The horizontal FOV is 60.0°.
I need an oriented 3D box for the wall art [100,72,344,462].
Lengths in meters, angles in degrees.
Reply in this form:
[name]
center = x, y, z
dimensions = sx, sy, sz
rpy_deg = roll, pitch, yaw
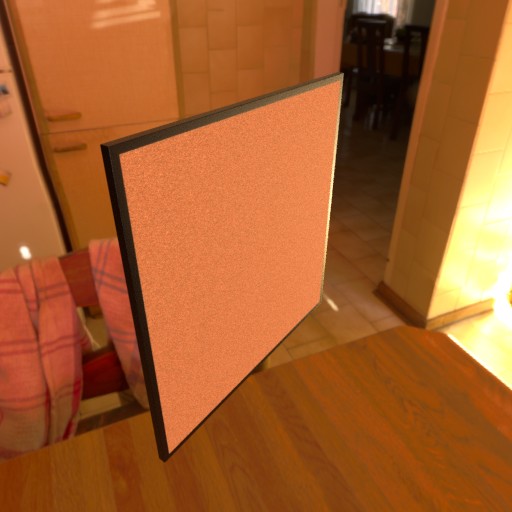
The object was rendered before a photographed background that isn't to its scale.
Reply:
[wall art]
center = 0.000, 0.000, 0.669
dimensions = 0.012, 0.458, 0.457
rpy_deg = 21, 37, 30
